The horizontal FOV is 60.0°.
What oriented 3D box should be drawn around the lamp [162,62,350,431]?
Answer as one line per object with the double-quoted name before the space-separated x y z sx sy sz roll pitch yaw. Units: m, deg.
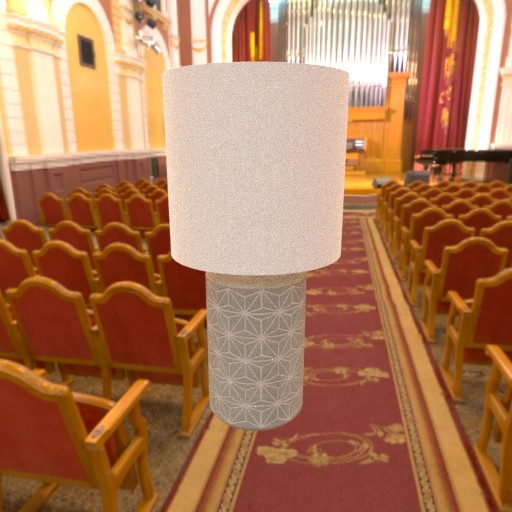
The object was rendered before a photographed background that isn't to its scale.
"lamp" 0.000 0.000 0.550 0.206 0.416 0.206 3 15 11
